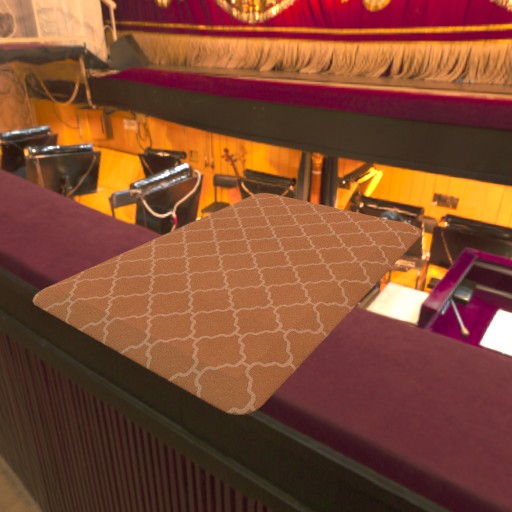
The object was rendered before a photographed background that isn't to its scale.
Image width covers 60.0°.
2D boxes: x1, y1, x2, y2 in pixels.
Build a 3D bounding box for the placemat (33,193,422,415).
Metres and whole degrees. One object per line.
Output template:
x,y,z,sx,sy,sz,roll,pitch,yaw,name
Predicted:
0.000,0.000,0.961,0.508,0.021,0.762,18,31,31,placemat
